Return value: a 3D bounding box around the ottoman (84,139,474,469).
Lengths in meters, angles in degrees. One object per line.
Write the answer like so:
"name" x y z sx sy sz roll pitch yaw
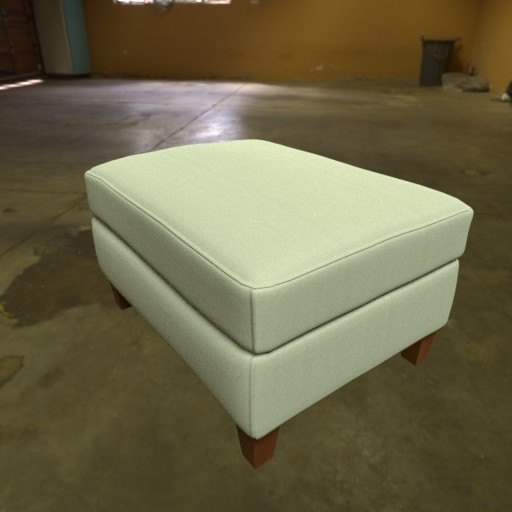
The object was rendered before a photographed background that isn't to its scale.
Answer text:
"ottoman" 0.000 0.000 1.182 0.634 0.496 0.818 -19 32 -32
